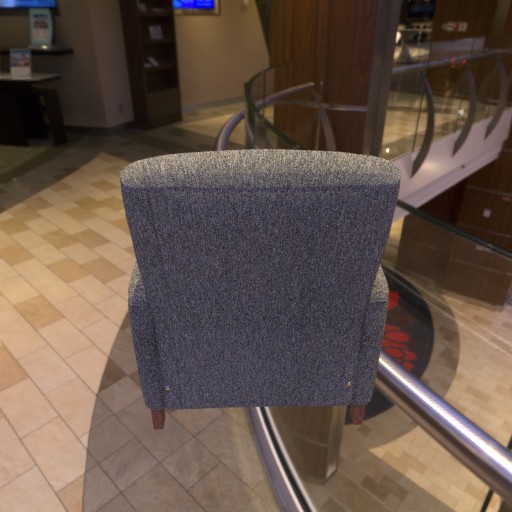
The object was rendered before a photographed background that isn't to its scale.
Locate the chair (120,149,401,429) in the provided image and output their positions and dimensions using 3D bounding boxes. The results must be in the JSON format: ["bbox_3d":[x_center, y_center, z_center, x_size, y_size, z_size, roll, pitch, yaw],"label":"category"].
[{"bbox_3d":[0.000,0.000,1.639,0.848,1.014,0.864,-1,29,-1],"label":"chair"}]
